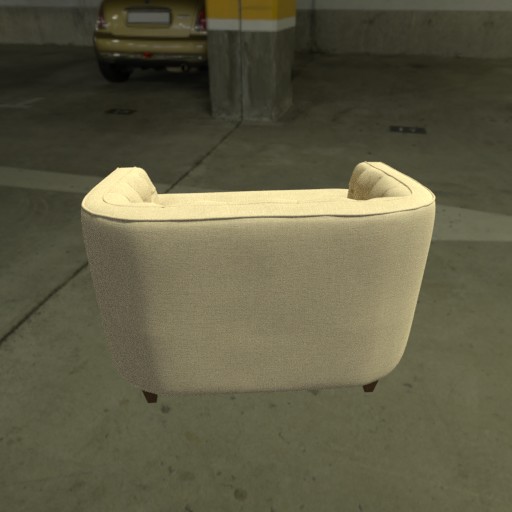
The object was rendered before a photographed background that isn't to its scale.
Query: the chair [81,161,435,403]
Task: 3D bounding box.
[{"bbox_3d":[0.000,0.000,1.724,1.118,0.787,0.914,-2,31,-3],"label":"chair"}]
